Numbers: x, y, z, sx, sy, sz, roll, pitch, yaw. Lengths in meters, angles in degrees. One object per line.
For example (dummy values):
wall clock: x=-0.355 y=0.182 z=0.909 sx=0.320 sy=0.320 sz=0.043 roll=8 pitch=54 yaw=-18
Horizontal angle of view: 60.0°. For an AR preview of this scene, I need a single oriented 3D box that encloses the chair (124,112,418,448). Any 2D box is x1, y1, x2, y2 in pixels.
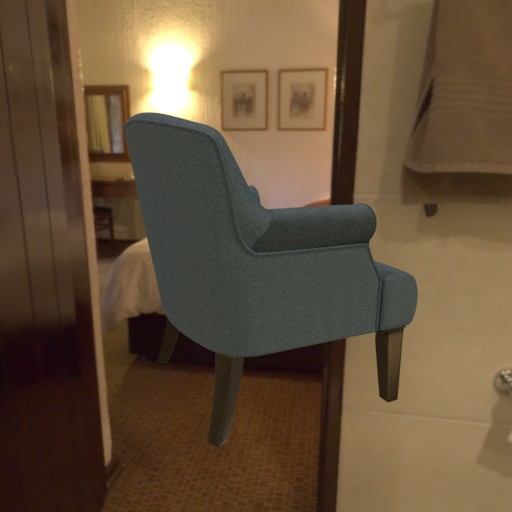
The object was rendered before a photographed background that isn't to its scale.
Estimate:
chair: x=0.000 y=0.000 z=1.463 sx=0.754 sy=0.878 sz=0.770 roll=-7 pitch=15 yaw=-26
